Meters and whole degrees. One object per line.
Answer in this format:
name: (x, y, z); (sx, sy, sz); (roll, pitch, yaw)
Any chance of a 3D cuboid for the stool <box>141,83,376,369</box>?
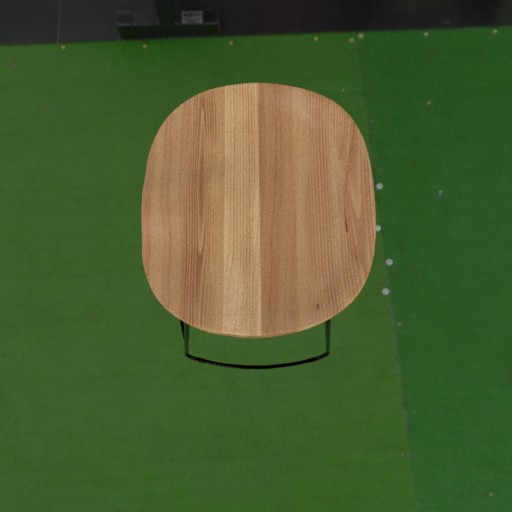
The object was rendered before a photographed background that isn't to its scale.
stool: (0.000, 0.000, 0.970); (0.401, 0.679, 0.480); (0, 76, 0)
